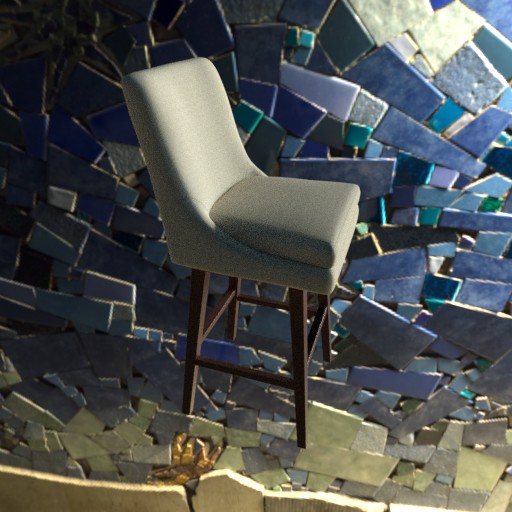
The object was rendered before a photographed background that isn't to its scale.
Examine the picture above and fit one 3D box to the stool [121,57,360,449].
[{"bbox_3d":[0.000,0.000,1.388,0.559,1.093,0.483,10,31,16],"label":"stool"}]
